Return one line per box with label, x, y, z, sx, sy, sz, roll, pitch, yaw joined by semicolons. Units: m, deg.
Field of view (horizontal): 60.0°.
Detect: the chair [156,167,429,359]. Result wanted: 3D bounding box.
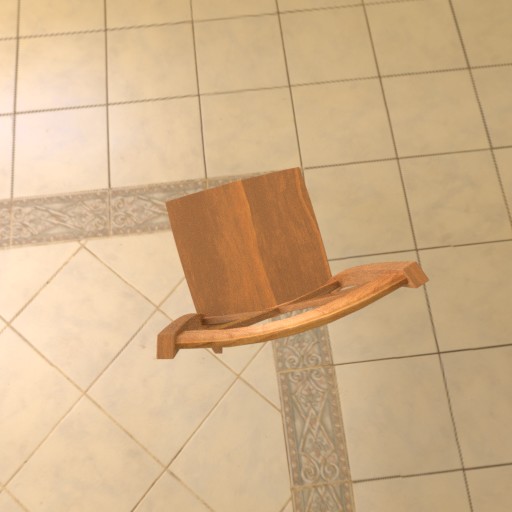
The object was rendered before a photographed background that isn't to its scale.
chair;0.000;0.000;1.288;0.485;0.983;0.542;-15;76;-4
